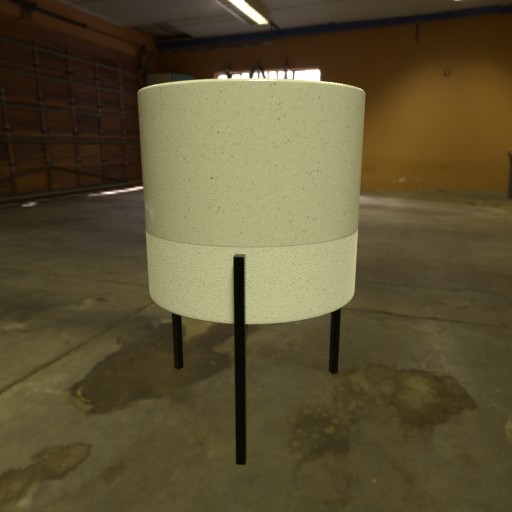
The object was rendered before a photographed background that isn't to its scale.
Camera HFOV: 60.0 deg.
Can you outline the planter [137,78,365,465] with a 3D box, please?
[{"bbox_3d":[0.000,0.000,0.333,0.159,0.230,0.152,-7,15,-25],"label":"planter"}]
